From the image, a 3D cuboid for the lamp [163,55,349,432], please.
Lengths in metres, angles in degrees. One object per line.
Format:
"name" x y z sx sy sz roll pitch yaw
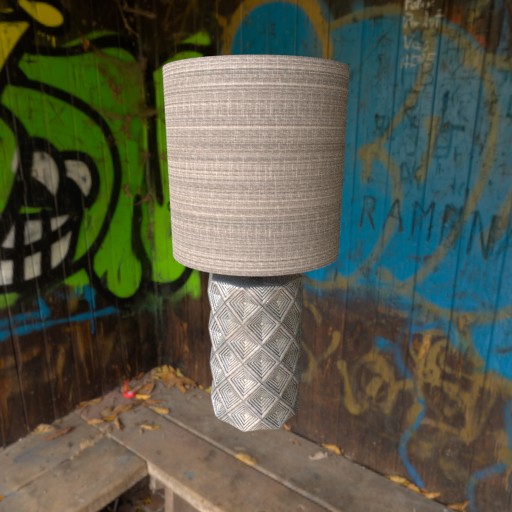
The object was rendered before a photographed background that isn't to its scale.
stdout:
"lamp" 0.000 0.000 0.726 0.268 0.566 0.269 3 16 9
